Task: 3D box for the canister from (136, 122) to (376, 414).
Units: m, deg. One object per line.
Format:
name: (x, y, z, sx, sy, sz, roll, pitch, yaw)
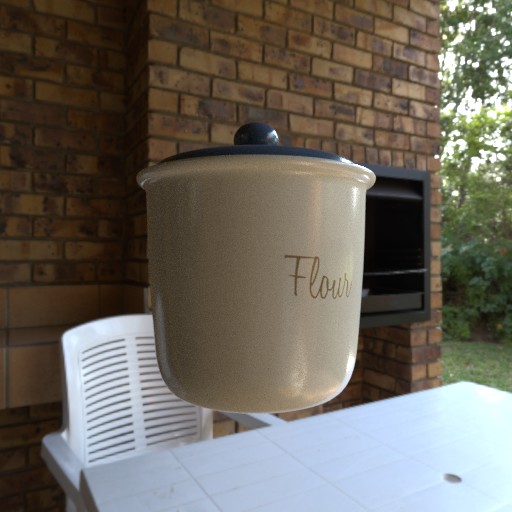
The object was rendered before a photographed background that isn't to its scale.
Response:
canister: (0.000, 0.000, 0.349, 0.182, 0.208, 0.182, 0, 0, 0)
